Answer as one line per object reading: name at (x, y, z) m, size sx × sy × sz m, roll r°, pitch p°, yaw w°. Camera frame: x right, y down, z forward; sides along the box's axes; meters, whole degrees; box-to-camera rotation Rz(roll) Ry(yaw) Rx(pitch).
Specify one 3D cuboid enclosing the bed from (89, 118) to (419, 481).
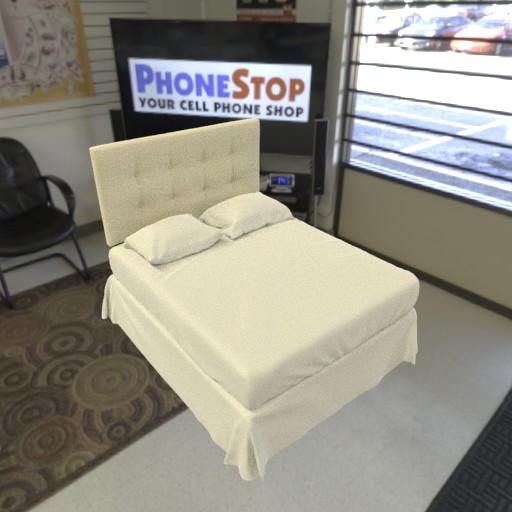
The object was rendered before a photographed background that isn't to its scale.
bed at (0.000, 0.000, 3.497) m, size 1.936 × 1.577 × 2.222 m, roll -22°, pitch 36°, yaw -33°
